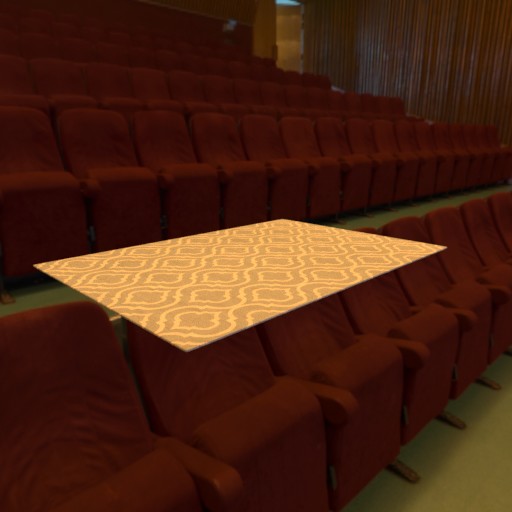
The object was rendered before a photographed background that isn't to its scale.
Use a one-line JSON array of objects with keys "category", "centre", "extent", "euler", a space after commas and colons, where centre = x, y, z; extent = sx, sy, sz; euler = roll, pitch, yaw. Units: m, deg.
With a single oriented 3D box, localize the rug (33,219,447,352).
[{"category": "rug", "centre": [0.000, 0.000, 2.685], "extent": [2.080, 0.010, 1.451], "euler": [-14, 20, -43]}]
